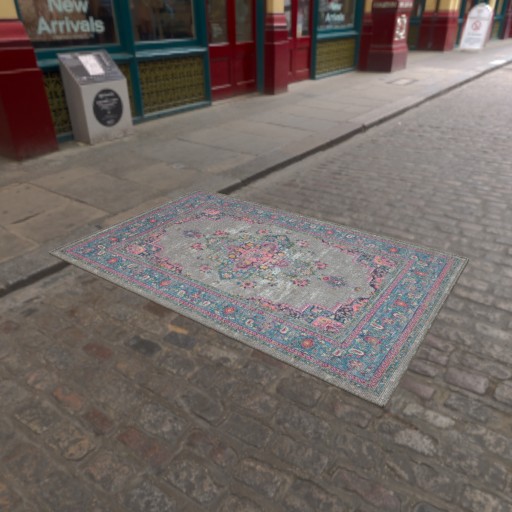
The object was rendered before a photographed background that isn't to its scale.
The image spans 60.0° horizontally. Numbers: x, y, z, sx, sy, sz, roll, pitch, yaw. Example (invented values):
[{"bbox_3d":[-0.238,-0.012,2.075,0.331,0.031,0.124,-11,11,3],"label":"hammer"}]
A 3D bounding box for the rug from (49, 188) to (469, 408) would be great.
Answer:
[{"bbox_3d":[0.000,0.000,2.191,1.748,0.014,1.144,18,34,30],"label":"rug"}]
